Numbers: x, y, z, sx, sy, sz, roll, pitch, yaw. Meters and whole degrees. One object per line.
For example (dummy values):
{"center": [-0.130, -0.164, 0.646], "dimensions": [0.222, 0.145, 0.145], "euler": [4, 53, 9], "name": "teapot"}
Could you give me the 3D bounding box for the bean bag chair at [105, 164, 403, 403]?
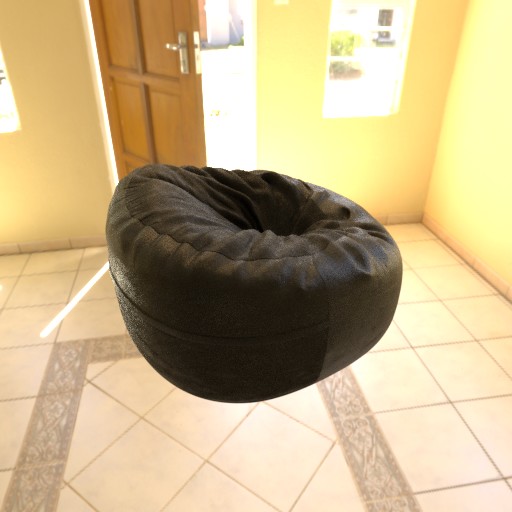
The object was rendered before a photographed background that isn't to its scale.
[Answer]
{"center": [0.000, 0.000, 2.424], "dimensions": [1.524, 0.878, 1.524], "euler": [-10, 32, -17], "name": "bean bag chair"}
